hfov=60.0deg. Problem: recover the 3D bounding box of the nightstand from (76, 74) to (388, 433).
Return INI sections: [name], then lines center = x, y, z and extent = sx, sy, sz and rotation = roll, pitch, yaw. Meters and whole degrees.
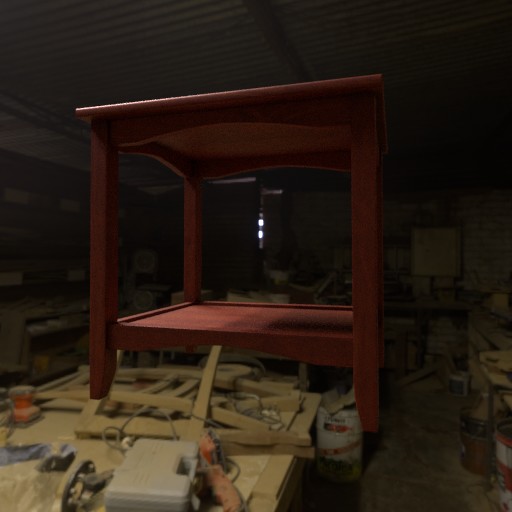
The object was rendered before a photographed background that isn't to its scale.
[nightstand]
center = 0.000, 0.000, 0.994
extent = 0.558, 0.558, 0.501
rotation = 0, 1, 17
